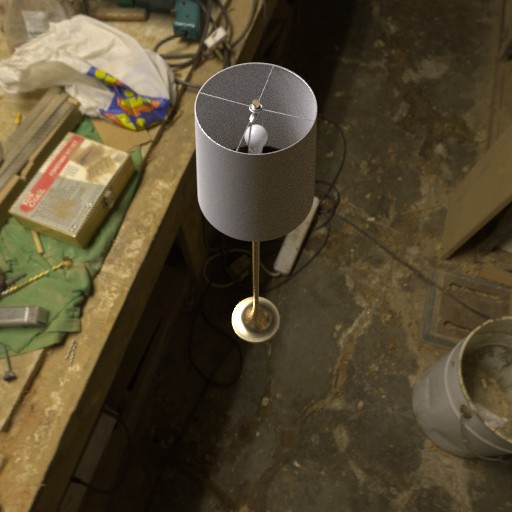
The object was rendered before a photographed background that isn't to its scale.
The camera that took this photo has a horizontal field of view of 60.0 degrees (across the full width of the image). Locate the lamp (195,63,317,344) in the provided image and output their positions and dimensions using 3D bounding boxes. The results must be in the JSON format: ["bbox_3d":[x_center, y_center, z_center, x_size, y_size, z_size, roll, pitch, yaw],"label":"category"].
[{"bbox_3d":[0.000,0.000,1.672,0.337,1.543,0.337,0,64,0],"label":"lamp"}]
